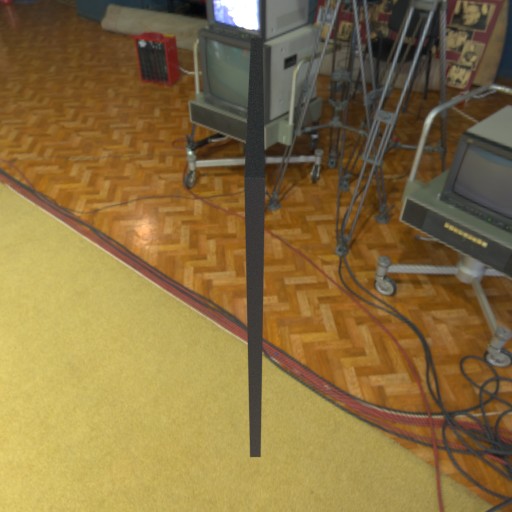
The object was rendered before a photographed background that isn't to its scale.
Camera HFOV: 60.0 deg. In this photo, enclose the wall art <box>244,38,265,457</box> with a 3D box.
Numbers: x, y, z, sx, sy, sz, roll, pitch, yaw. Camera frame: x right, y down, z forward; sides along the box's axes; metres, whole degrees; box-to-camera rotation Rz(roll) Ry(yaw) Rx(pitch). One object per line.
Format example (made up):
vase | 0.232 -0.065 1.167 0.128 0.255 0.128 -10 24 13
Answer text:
wall art | 0.000 0.000 1.411 0.036 1.070 0.802 0 42 0
